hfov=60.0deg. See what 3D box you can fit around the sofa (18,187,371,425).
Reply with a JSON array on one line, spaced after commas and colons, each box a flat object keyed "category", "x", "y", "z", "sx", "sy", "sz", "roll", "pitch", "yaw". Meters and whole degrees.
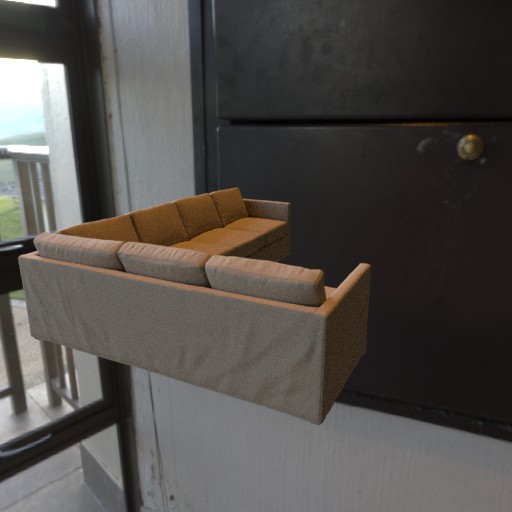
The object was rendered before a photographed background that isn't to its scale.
[{"category": "sofa", "x": 0.000, "y": 0.000, "z": 4.219, "sx": 2.432, "sy": 0.871, "sz": 3.182, "roll": 8, "pitch": 18, "yaw": 25}]
